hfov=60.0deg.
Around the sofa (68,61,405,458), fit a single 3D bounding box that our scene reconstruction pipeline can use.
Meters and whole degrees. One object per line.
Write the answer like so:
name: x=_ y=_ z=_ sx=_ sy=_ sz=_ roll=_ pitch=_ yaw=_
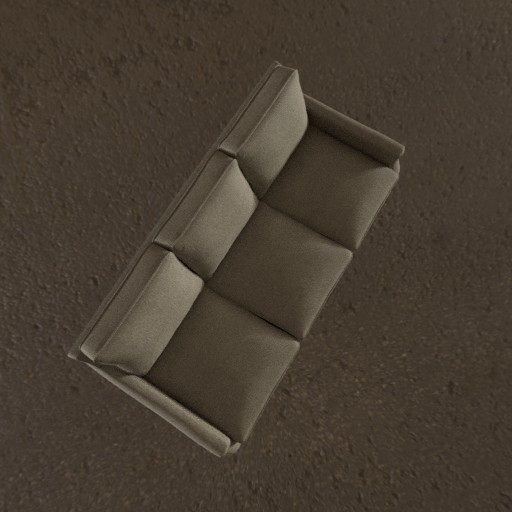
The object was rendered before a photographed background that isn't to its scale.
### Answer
sofa: x=0.000 y=0.000 z=2.867 sx=1.084 sy=1.003 sz=2.246 roll=31 pitch=78 yaw=7
